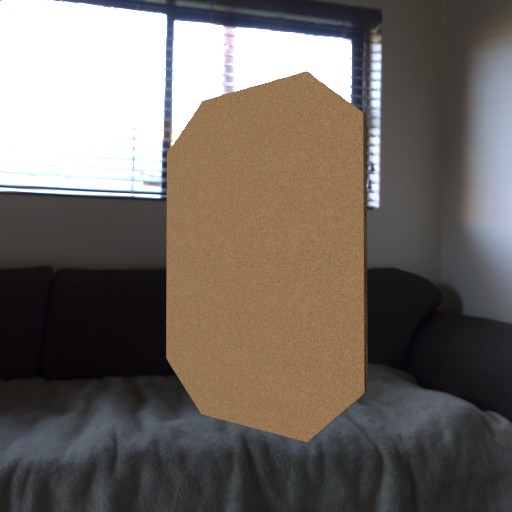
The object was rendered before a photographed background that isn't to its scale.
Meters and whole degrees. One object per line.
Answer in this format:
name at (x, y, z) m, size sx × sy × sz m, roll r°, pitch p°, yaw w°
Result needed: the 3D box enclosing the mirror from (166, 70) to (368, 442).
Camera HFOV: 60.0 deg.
mirror at (0.000, 0.000, 1.345) m, size 0.709 × 1.015 × 0.061 m, roll -1°, pitch -1°, yaw 35°
